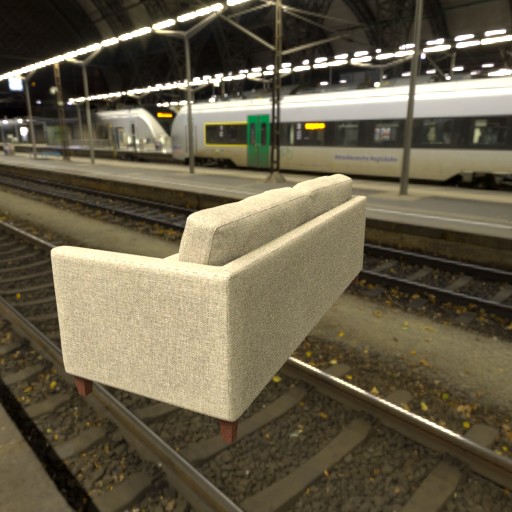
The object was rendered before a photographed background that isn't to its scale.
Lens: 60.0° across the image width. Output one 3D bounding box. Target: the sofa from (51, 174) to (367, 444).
[{"bbox_3d":[0.000,0.000,2.901,0.948,0.951,2.434,7,17,24],"label":"sofa"}]
